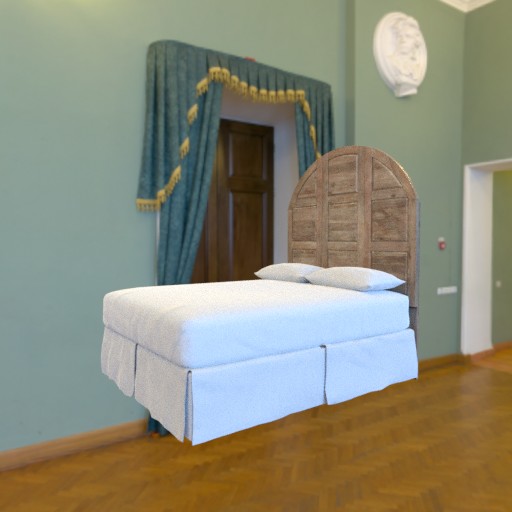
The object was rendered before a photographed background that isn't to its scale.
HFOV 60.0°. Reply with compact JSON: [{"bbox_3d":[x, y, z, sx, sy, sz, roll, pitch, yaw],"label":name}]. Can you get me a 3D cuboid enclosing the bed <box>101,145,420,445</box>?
[{"bbox_3d":[0.000,0.000,3.616,2.112,2.002,1.713,-1,3,-35],"label":"bed"}]
